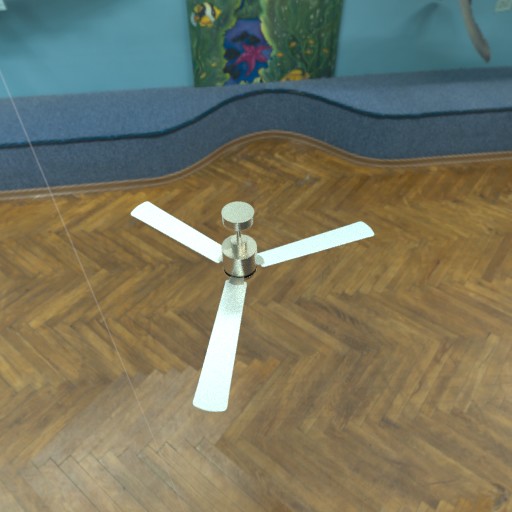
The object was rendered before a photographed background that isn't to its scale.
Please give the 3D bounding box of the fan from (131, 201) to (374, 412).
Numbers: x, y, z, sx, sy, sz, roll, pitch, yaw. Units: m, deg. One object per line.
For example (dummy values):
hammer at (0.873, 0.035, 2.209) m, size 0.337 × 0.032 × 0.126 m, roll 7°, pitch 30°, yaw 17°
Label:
fan at (0.000, 0.000, 2.408) m, size 1.561 × 0.446 × 1.531 m, roll -4°, pitch 46°, yaw -4°
